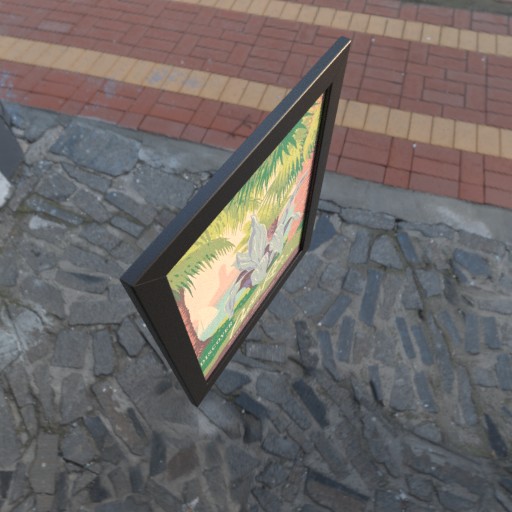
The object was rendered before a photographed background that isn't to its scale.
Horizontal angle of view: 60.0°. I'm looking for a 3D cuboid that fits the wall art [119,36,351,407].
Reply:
[{"bbox_3d":[0.000,0.000,0.798,0.018,0.582,0.481,30,64,16],"label":"wall art"}]
